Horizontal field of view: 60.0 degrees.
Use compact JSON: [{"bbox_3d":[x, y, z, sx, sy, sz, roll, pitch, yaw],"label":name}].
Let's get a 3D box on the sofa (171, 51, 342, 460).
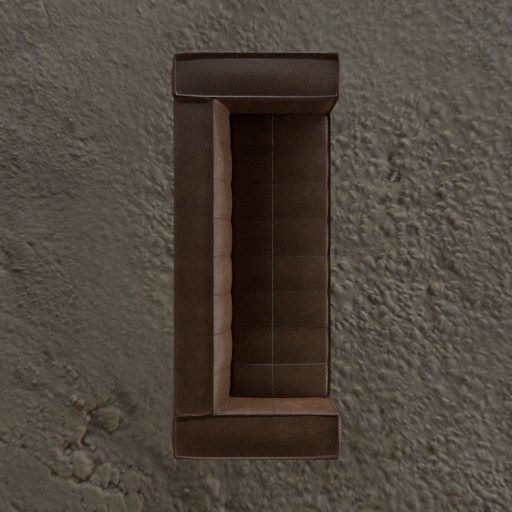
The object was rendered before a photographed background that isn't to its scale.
[{"bbox_3d":[0.000,0.000,3.088,1.102,0.701,2.581,0,90,-1],"label":"sofa"}]
